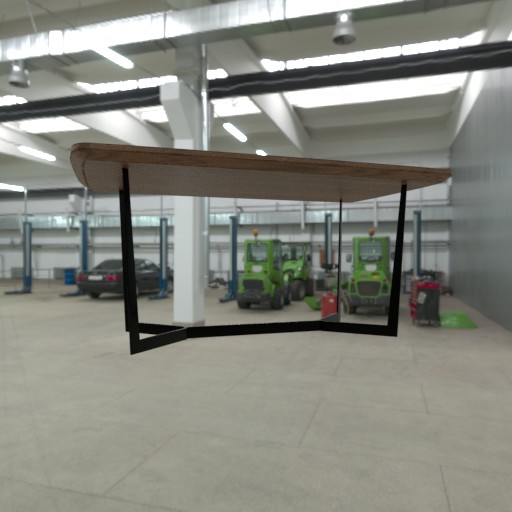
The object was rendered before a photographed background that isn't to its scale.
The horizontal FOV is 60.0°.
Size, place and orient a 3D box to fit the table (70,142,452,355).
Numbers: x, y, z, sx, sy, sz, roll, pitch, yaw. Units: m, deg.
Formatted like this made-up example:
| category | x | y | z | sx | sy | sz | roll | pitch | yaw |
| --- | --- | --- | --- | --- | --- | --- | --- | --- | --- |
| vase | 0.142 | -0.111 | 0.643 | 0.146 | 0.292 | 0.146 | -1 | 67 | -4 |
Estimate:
| category | x | y | z | sx | sy | sz | roll | pitch | yaw |
| --- | --- | --- | --- | --- | --- | --- | --- | --- | --- |
| table | 0.000 | 0.000 | 2.161 | 1.643 | 0.765 | 0.949 | 0 | 0 | -18 |
